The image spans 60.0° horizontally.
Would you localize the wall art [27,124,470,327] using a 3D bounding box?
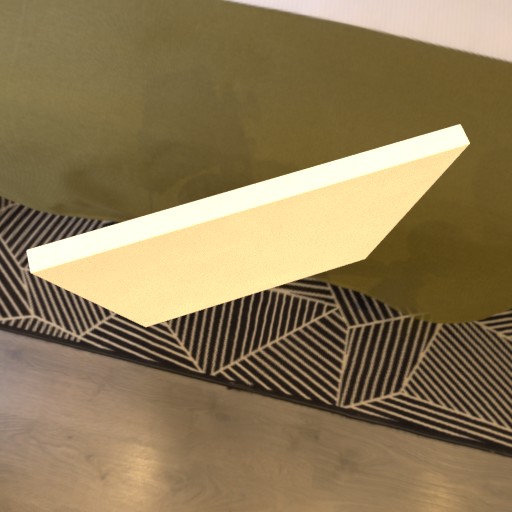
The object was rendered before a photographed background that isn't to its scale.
[{"bbox_3d":[0.000,0.000,1.104,0.762,0.762,0.040,-17,75,-5],"label":"wall art"}]
